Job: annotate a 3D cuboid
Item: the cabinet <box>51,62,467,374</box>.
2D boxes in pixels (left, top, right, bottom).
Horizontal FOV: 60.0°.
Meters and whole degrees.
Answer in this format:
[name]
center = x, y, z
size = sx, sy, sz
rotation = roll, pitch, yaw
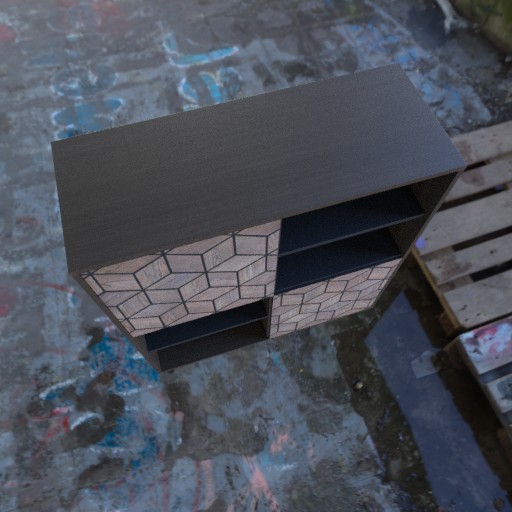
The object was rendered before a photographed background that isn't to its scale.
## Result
[cabinet]
center = 0.000, 0.000, 1.672
size = 1.010, 1.170, 0.400
rotation = -16, 64, -8
